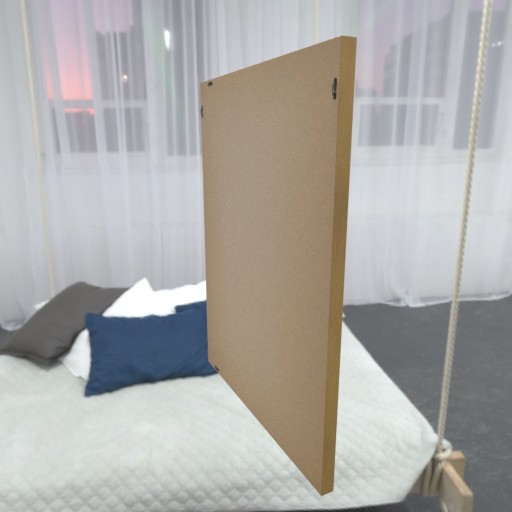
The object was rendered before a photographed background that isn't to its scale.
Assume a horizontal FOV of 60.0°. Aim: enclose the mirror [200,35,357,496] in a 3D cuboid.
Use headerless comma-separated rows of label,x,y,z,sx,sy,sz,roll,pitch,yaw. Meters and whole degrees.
mirror,0.000,0.000,1.277,0.041,1.016,0.762,-7,16,-26
